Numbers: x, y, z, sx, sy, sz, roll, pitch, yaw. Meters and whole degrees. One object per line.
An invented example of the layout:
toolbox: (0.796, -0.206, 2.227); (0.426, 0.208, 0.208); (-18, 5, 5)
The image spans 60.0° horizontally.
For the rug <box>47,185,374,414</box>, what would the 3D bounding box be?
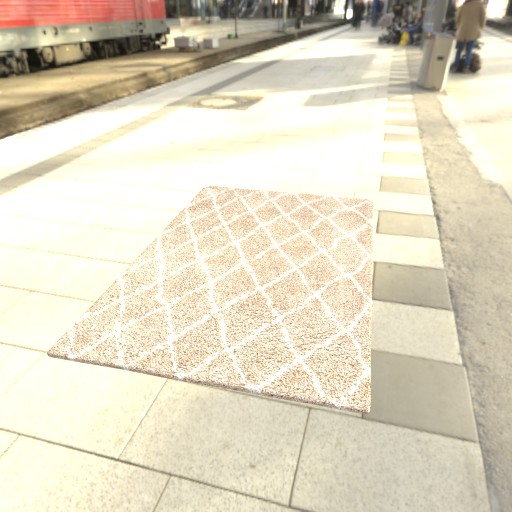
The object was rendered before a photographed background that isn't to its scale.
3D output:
rug: (0.000, 0.000, 3.467); (1.778, 0.030, 2.743); (7, 30, 12)
